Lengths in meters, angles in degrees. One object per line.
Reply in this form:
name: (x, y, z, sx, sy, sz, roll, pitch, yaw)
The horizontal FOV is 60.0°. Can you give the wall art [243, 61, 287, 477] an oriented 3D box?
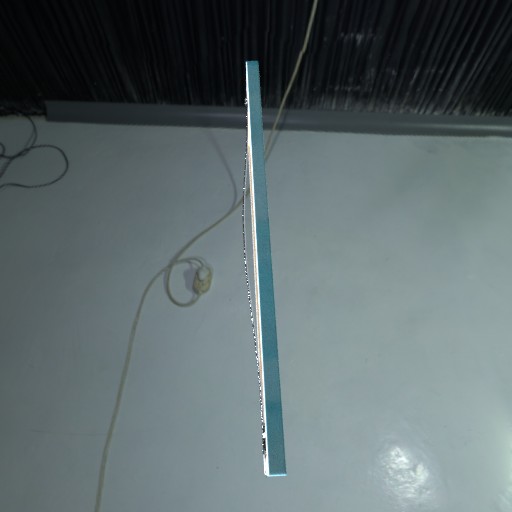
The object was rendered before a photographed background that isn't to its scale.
wall art: (0.000, 0.000, 0.850, 0.044, 0.254, 0.759, -2, 64, -1)
